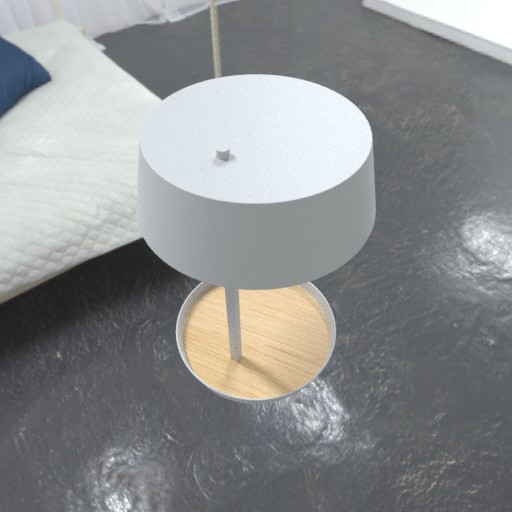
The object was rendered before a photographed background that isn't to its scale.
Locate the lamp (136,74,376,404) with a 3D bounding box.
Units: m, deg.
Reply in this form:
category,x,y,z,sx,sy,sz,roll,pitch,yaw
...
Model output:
category,x,y,z,sx,sy,sz,roll,pitch,yaw
lamp,0.000,0.000,0.628,0.291,0.429,0.291,0,48,0
